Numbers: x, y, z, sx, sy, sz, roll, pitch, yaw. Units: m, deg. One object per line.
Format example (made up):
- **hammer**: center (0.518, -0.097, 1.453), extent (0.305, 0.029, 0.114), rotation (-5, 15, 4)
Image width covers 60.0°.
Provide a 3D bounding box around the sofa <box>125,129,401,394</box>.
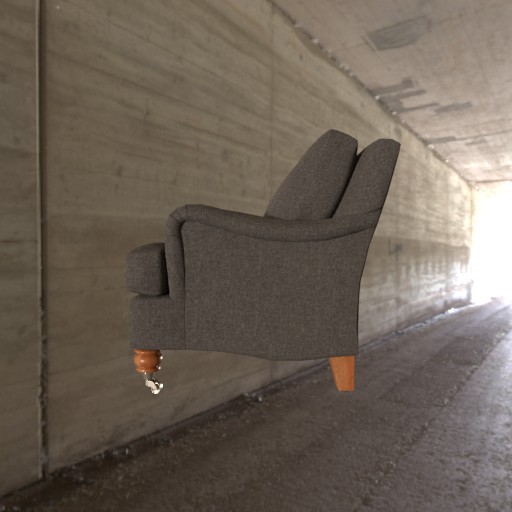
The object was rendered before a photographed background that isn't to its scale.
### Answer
- **sofa**: center (0.000, 0.000, 2.735), extent (1.087, 1.054, 2.160), rotation (0, 1, -1)
